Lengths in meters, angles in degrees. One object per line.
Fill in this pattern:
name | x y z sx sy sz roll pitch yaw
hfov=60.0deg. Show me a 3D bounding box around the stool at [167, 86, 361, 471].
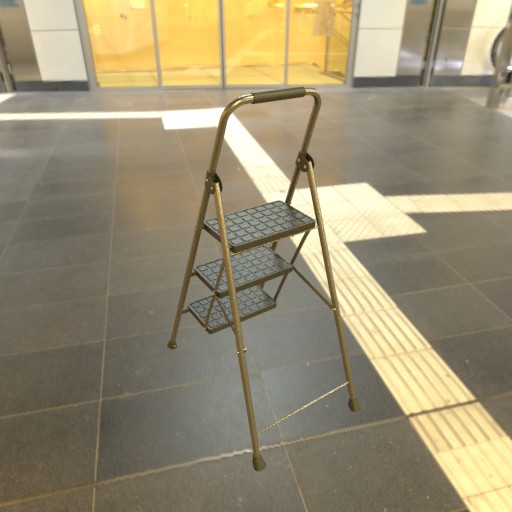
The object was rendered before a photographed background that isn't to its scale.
stool | 0.000 0.000 1.524 0.473 1.121 0.733 -19 35 -28
